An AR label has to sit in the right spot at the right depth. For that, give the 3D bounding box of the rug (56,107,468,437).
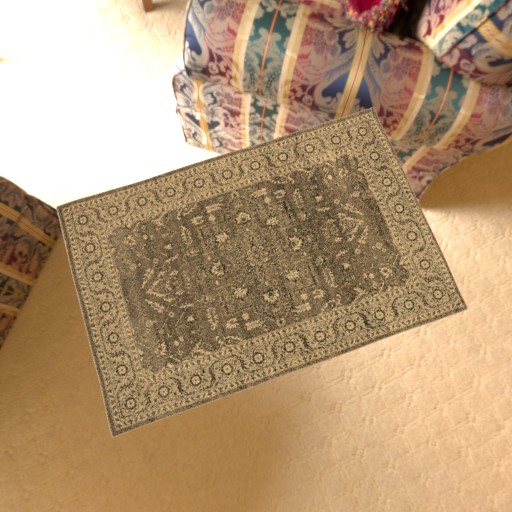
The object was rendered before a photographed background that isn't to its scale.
[{"bbox_3d":[0.000,0.000,2.271,1.828,0.019,1.209,-19,76,-5],"label":"rug"}]
